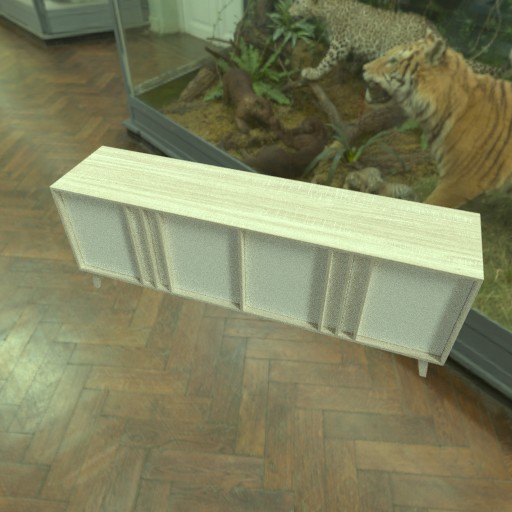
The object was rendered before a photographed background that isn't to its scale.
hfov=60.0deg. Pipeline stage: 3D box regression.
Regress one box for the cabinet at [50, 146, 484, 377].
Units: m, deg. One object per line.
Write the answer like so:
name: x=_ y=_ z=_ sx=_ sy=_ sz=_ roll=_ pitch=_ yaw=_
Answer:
cabinet: x=0.000 y=0.000 z=2.568 sx=2.200 sy=0.780 sz=0.500 roll=13 pitch=43 yaw=14
